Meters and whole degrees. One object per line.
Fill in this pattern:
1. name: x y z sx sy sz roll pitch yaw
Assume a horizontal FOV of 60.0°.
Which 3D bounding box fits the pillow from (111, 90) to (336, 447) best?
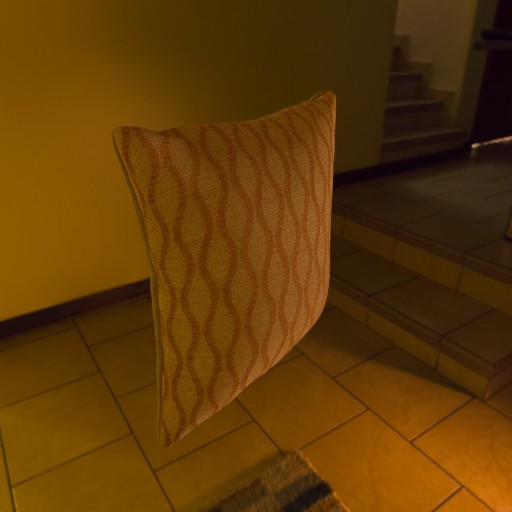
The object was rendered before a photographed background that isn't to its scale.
1. pillow: 0.000 0.000 0.662 0.159 0.436 0.429 18 31 32
